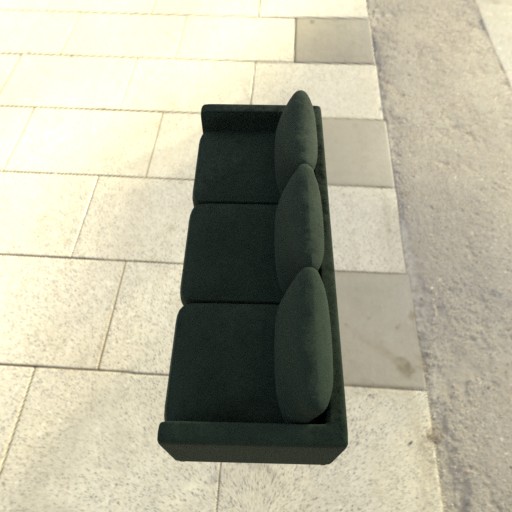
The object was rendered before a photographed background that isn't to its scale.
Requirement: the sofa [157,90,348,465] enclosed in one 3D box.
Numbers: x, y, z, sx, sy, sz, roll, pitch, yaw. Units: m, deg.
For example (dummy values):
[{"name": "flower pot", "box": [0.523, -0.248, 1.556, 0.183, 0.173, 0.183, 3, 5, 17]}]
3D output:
[{"name": "sofa", "box": [0.000, 0.000, 2.682, 0.859, 0.870, 2.218, 1, 58, 1]}]
